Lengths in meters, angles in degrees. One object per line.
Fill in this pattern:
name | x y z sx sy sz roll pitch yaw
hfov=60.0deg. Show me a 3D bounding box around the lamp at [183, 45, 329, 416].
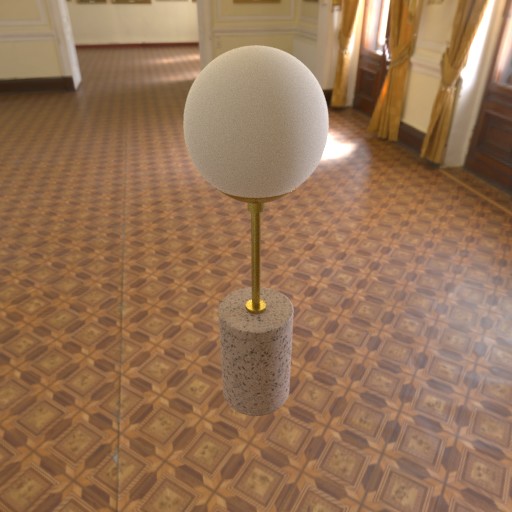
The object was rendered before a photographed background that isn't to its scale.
lamp | 0.000 0.000 0.558 0.153 0.480 0.153 0 31 0
